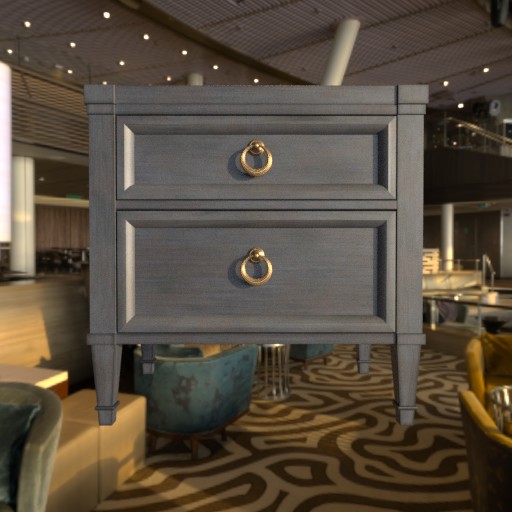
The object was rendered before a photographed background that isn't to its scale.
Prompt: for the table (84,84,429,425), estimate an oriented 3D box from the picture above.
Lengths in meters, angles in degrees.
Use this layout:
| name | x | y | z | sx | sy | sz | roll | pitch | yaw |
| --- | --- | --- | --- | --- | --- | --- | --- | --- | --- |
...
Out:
| name | x | y | z | sx | sy | sz | roll | pitch | yaw |
| --- | --- | --- | --- | --- | --- | --- | --- | --- | --- |
| table | 0.000 | 0.000 | 1.053 | 0.660 | 0.660 | 0.413 | 0 | 1 | 0 |
